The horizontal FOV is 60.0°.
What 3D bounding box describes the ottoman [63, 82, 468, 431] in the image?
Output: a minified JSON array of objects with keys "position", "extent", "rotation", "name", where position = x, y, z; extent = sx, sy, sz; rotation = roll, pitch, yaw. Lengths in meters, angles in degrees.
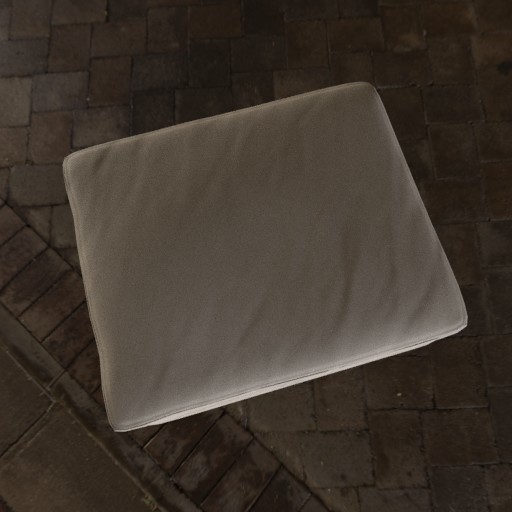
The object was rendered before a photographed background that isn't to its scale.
[{"position":[0.000,0.000,1.441],"extent":[1.002,0.492,0.836],"rotation":[-15,75,-4],"name":"ottoman"}]
